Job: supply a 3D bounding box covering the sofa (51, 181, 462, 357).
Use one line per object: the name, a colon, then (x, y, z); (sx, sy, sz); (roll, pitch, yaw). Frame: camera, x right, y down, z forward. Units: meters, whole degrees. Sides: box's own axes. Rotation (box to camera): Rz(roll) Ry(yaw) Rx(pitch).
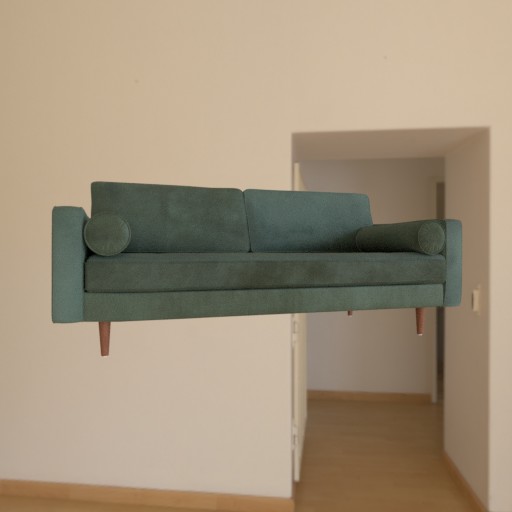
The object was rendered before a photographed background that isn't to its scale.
sofa: (0.000, 0.000, 2.311); (1.880, 0.772, 0.916); (0, 1, -18)
